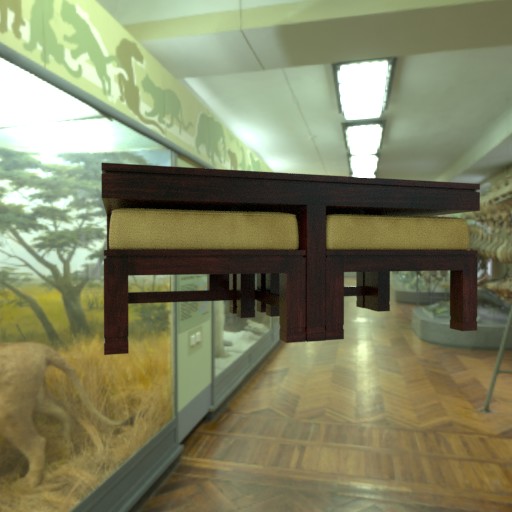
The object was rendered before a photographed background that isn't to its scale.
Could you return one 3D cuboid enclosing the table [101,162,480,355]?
[{"bbox_3d":[0.000,0.000,1.358,0.865,0.356,0.865,0,1,-17],"label":"table"}]
